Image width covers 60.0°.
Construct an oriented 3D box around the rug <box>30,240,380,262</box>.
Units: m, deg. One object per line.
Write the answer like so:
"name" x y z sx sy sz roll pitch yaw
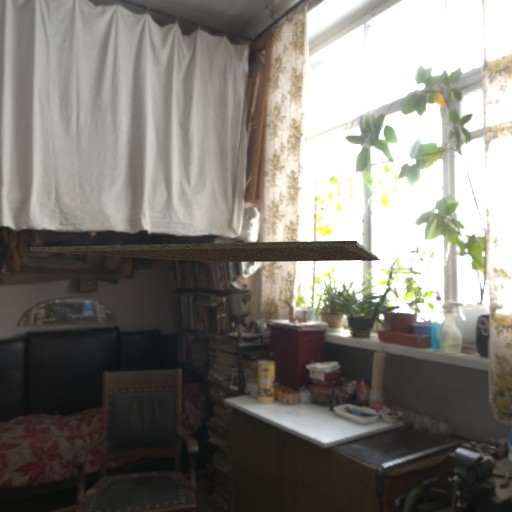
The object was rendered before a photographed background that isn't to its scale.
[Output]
"rug" 0.000 0.000 2.970 1.532 0.018 2.297 -1 -2 18
